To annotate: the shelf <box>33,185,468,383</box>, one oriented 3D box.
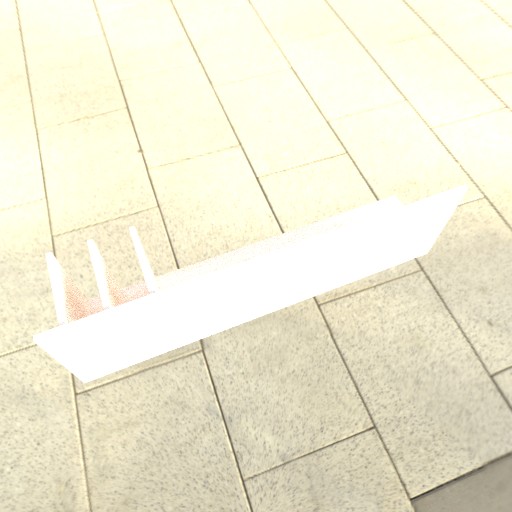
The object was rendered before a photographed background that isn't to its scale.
[{"bbox_3d":[0.000,0.000,1.142,1.020,0.300,0.200,-19,61,-11],"label":"shelf"}]
